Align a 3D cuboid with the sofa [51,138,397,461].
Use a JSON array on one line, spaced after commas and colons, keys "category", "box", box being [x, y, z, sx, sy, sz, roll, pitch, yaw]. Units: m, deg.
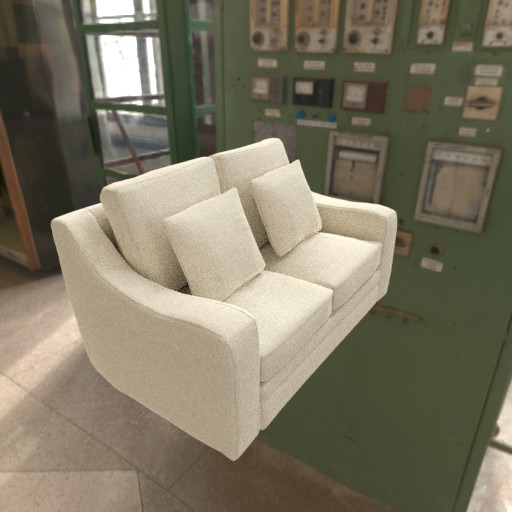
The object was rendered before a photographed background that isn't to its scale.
[{"category": "sofa", "box": [0.000, 0.000, 2.440, 1.040, 1.047, 1.744, 17, 30, 32]}]
